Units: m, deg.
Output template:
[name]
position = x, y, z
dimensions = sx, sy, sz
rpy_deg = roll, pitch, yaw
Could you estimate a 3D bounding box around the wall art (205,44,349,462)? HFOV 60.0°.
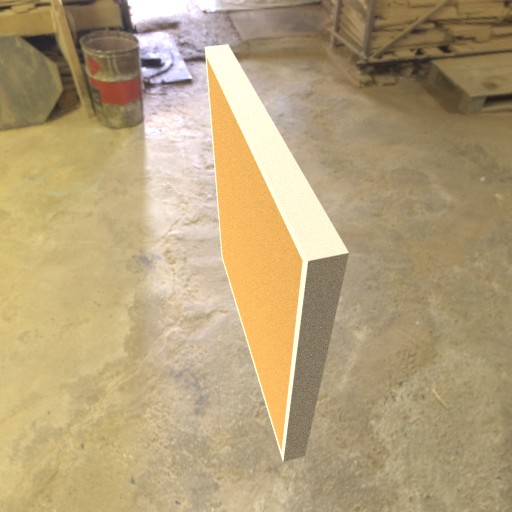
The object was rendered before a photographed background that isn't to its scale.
[wall art]
position = 0.000, 0.000, 0.757
dimensions = 0.040, 0.509, 0.509
rpy_deg = -11, 47, -10
